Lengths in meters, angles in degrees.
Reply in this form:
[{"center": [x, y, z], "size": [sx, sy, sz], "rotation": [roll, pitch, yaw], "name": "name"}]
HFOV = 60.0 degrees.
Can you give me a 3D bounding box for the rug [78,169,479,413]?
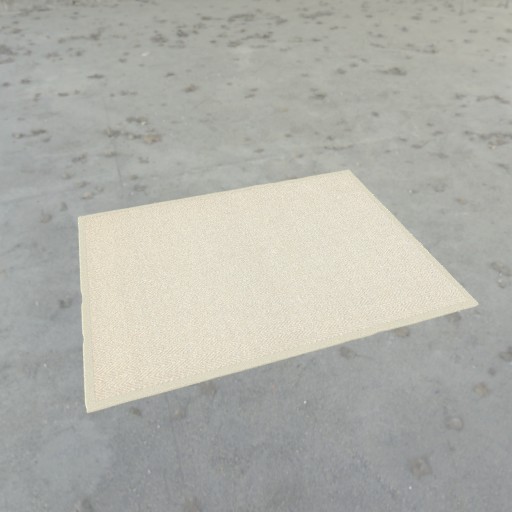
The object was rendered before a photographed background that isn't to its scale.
[{"center": [0.000, 0.000, 4.833], "size": [3.659, 0.037, 2.734], "rotation": [-12, 42, -14], "name": "rug"}]
